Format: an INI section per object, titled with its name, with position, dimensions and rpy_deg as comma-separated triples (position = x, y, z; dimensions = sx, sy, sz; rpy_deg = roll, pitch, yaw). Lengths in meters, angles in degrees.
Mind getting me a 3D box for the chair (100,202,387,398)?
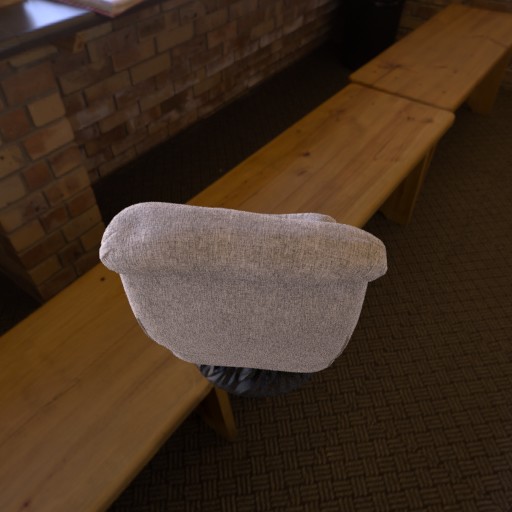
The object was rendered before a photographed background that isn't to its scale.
[chair]
position = 0.000, 0.000, 0.967
dimensions = 0.400, 0.600, 0.583
rpy_deg = 4, 46, 4
